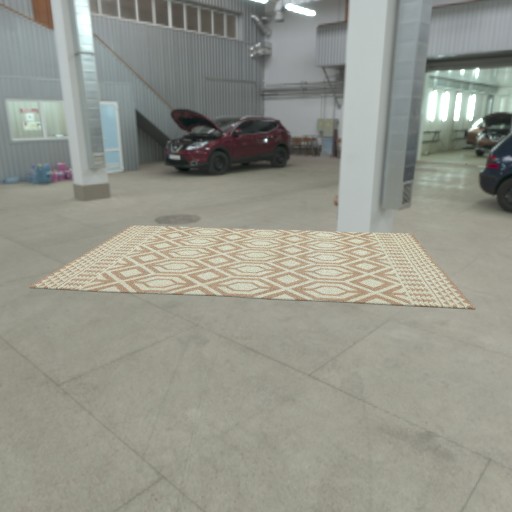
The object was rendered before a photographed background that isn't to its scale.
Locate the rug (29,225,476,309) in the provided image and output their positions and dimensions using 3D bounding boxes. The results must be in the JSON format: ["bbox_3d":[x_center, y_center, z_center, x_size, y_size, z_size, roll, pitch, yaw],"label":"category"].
[{"bbox_3d":[0.000,0.000,3.106,2.435,0.011,1.526,2,18,7],"label":"rug"}]
